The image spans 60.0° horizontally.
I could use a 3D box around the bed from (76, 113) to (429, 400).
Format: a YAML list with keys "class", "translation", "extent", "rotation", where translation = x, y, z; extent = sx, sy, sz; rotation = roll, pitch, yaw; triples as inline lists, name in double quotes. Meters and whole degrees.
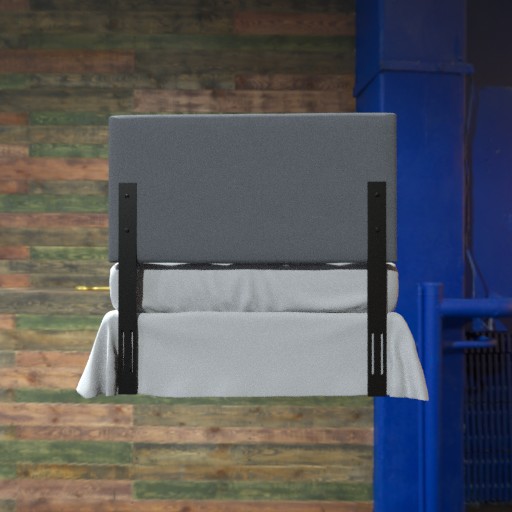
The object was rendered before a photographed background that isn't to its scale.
- class: "bed"
  translation: [0.000, 0.000, 3.490]
  extent: [1.936, 1.577, 2.222]
  rotation: [0, -1, 2]
